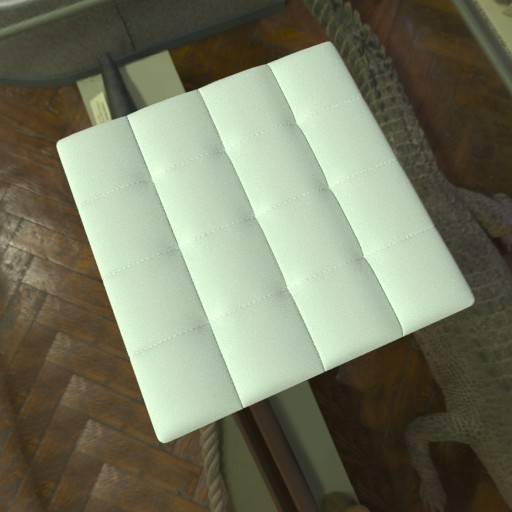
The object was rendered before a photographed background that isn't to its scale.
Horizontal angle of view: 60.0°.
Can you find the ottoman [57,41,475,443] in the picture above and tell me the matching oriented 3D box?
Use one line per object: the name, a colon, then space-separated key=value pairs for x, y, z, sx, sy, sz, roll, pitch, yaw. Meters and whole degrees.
ottoman: x=0.000 y=0.000 z=0.772 sx=0.425 sy=0.432 sz=0.425 roll=-22 pitch=76 yaw=-6
